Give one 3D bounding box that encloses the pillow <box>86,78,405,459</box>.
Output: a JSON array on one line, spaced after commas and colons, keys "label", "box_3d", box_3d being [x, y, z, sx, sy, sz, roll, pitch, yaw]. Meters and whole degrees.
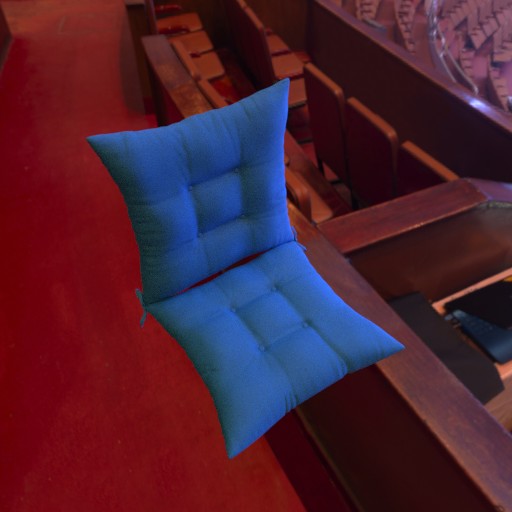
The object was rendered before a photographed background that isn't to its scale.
[{"label": "pillow", "box_3d": [0.000, 0.000, 1.024, 0.541, 0.536, 0.585, -24, 50, -22]}]
